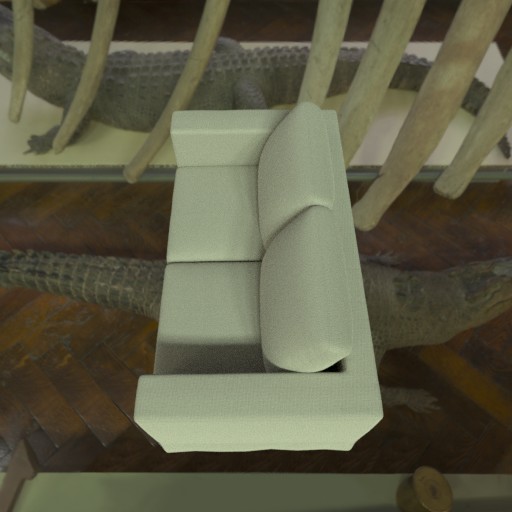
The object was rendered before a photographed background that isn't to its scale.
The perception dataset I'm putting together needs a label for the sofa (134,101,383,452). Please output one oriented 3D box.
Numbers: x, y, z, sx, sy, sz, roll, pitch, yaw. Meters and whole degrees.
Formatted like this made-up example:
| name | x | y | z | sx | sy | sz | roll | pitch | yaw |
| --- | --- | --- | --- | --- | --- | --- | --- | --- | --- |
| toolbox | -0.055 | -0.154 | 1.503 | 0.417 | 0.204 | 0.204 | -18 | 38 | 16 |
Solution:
| name | x | y | z | sx | sy | sz | roll | pitch | yaw |
| --- | --- | --- | --- | --- | --- | --- | --- | --- | --- |
| sofa | 0.000 | 0.000 | 2.381 | 1.009 | 0.932 | 1.813 | -1 | 58 | 0 |
